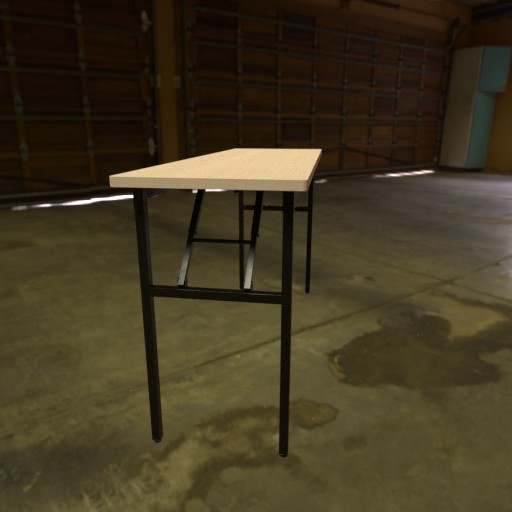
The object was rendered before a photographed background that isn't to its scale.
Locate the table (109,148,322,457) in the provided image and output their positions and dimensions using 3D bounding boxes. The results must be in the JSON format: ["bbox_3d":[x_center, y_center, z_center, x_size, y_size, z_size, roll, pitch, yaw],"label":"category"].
[{"bbox_3d":[0.000,0.000,1.726,0.447,0.750,1.397,3,16,9],"label":"table"}]
